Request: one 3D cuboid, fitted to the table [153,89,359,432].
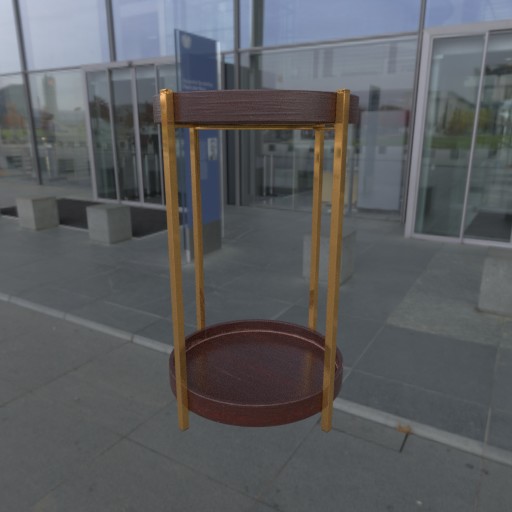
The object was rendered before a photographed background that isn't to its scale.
[{"bbox_3d":[0.000,0.000,0.895,0.400,0.610,0.400,-15,22,-42],"label":"table"}]
